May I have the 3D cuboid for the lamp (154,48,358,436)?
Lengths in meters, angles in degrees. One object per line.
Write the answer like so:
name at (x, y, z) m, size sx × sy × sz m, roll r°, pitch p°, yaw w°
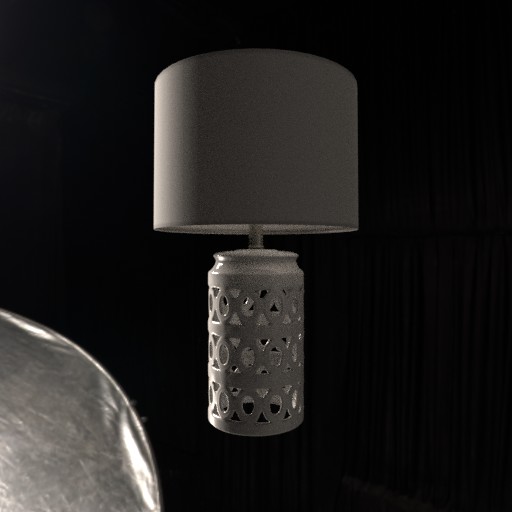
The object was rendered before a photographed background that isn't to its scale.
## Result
lamp at (0.000, 0.000, 0.688) m, size 0.310 × 0.502 × 0.310 m, roll 0°, pitch 1°, yaw 0°
